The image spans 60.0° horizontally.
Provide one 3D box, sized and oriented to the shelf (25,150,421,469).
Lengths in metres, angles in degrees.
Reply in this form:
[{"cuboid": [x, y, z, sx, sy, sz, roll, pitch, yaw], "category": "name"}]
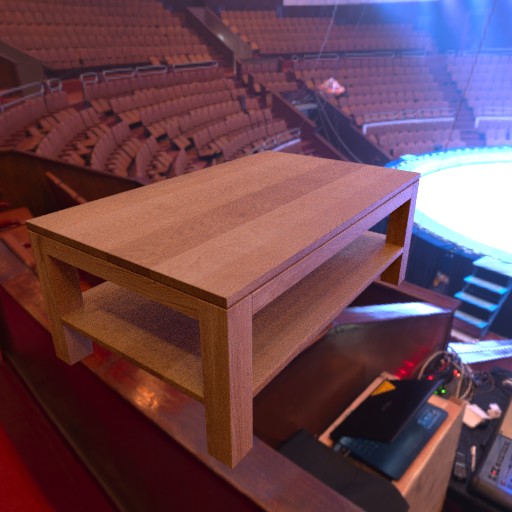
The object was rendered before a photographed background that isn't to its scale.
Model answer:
[{"cuboid": [0.000, 0.000, 1.522, 0.700, 0.450, 1.150, 17, 30, 32], "category": "shelf"}]
